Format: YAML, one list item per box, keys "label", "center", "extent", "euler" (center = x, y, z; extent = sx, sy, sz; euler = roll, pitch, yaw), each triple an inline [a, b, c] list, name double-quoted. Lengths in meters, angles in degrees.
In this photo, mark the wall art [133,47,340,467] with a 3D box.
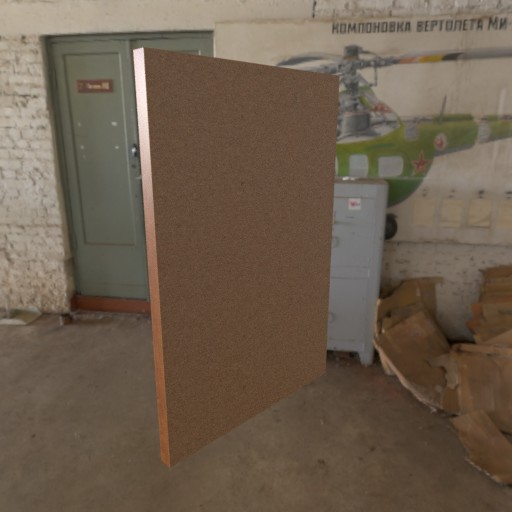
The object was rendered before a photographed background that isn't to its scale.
- label: "wall art"
  center: [0.000, 0.000, 1.145]
  extent: [0.610, 0.914, 0.037]
  euler: [-15, 22, -43]
